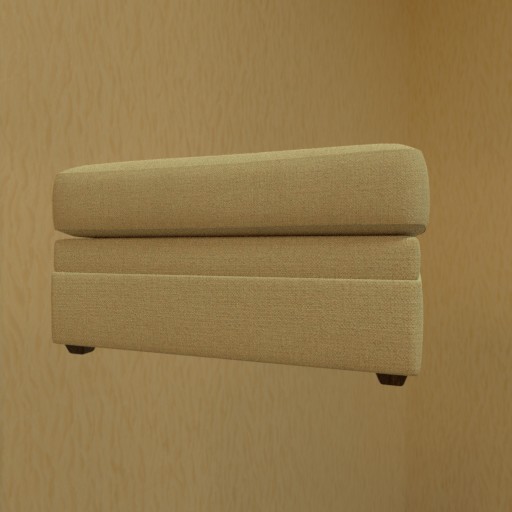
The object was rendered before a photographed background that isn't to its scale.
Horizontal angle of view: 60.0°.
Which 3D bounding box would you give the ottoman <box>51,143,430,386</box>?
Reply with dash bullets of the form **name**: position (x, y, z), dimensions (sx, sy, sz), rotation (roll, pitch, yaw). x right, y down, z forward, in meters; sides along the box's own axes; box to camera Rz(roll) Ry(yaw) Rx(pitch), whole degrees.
- **ottoman**: position (0.000, 0.000, 1.218), dimensions (0.885, 0.478, 0.637), rotation (0, 1, 20)
